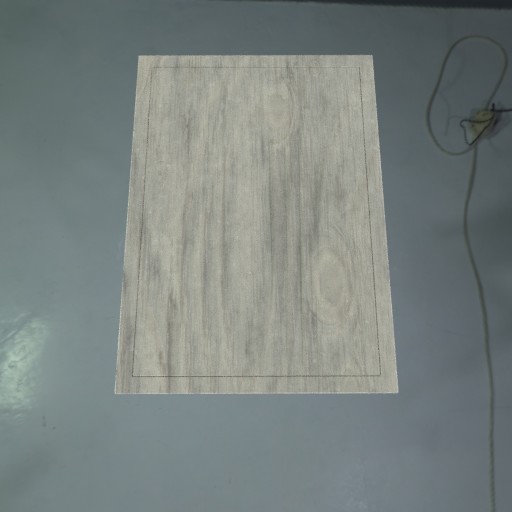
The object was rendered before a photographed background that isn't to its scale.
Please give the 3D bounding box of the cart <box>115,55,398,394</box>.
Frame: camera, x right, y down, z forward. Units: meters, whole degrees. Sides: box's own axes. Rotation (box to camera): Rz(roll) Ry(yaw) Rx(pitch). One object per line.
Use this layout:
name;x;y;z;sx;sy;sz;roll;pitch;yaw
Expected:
cart;0.000;0.000;1.428;0.567;0.920;0.797;0;76;0
